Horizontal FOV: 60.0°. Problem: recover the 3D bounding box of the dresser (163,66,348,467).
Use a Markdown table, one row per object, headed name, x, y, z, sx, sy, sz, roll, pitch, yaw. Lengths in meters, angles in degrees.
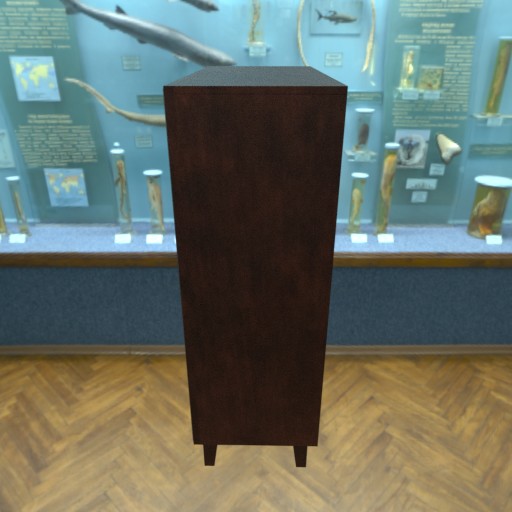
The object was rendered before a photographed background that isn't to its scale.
| name | x | y | z | sx | sy | sz | roll | pitch | yaw |
| --- | --- | --- | --- | --- | --- | --- | --- | --- | --- |
| dresser | 0.000 | 0.000 | 1.982 | 0.506 | 1.514 | 1.072 | 0 | 26 | 1 |
